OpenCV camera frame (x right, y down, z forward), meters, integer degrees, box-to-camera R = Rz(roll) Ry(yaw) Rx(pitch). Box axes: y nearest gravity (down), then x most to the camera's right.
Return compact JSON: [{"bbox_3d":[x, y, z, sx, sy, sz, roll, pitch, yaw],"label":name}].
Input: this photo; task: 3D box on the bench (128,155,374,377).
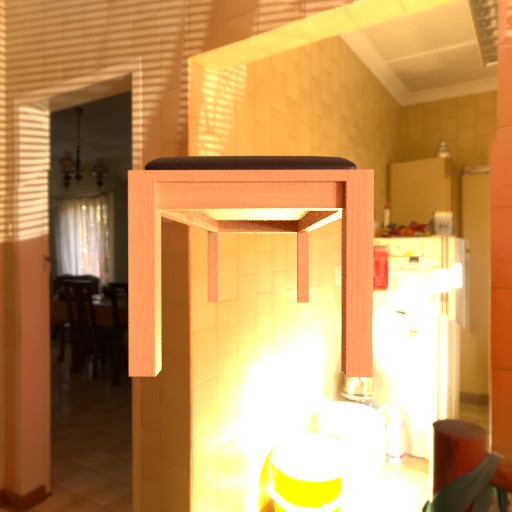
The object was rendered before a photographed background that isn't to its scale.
[{"bbox_3d":[0.000,0.000,1.414,0.450,0.430,1.202,0,1,1],"label":"bench"}]
